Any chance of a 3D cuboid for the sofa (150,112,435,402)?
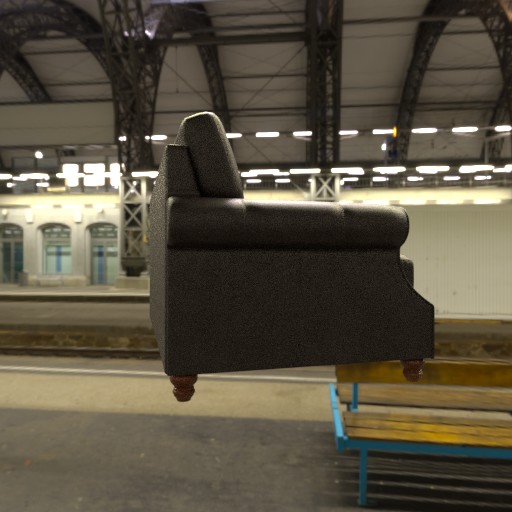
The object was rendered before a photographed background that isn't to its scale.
[{"bbox_3d":[0.000,0.000,2.294,1.030,0.979,1.663,0,0,-15],"label":"sofa"}]
